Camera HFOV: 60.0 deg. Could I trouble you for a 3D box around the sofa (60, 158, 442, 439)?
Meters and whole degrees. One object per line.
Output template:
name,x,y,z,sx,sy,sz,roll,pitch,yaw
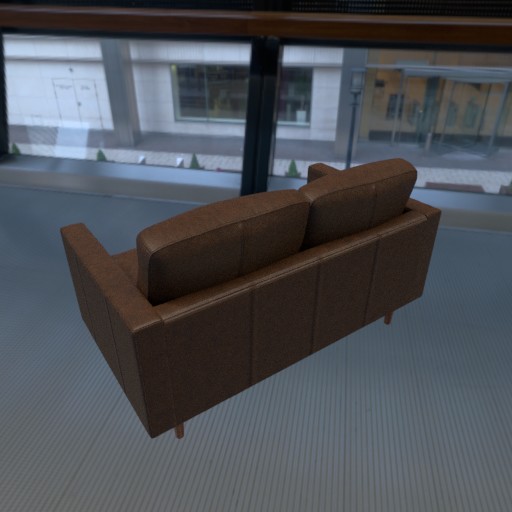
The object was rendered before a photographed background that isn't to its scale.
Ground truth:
sofa,0.000,0.000,2.186,1.578,0.951,0.909,-20,36,-30
